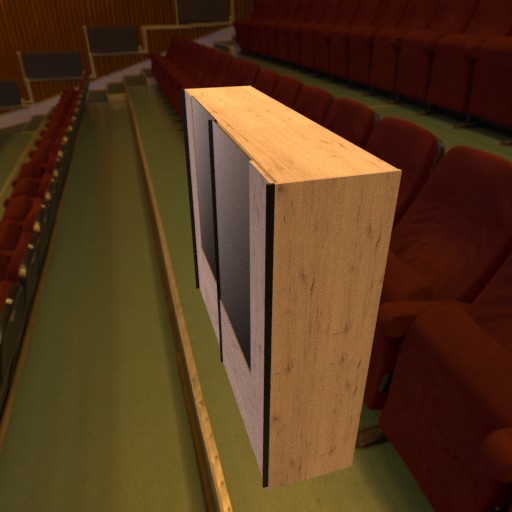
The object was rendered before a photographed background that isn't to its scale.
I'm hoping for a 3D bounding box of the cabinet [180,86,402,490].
[{"bbox_3d":[0.000,0.000,3.559,0.660,2.180,2.500,-9,31,-15],"label":"cabinet"}]
